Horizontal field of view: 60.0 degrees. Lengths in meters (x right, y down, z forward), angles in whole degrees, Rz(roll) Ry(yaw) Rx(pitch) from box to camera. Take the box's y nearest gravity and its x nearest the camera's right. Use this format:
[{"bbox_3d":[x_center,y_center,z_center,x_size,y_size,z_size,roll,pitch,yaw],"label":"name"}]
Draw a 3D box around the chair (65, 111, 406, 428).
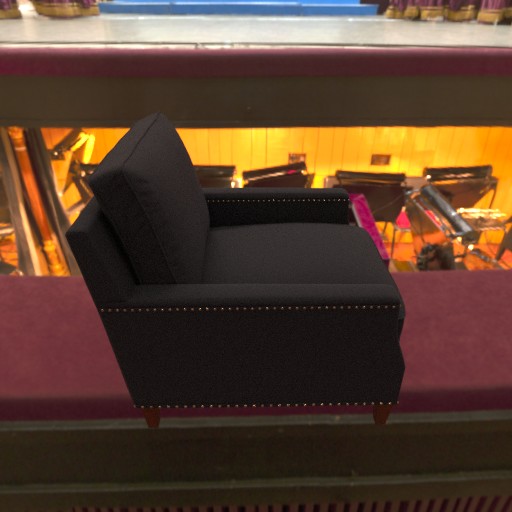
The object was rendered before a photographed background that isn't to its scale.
[{"bbox_3d":[0.000,0.000,1.686,1.014,0.943,0.853,-1,31,-1],"label":"chair"}]
